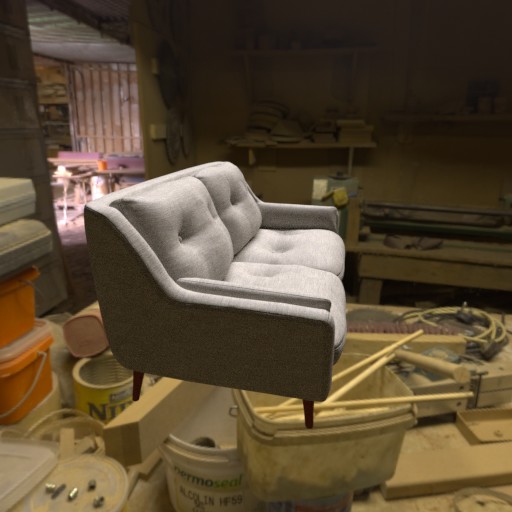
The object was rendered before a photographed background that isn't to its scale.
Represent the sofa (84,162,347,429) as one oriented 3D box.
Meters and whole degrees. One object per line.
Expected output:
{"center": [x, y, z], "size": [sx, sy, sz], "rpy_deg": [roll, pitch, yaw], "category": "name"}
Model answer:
{"center": [0.000, 0.000, 2.423], "size": [0.976, 0.897, 1.930], "rpy_deg": [3, 17, 10], "category": "sofa"}
